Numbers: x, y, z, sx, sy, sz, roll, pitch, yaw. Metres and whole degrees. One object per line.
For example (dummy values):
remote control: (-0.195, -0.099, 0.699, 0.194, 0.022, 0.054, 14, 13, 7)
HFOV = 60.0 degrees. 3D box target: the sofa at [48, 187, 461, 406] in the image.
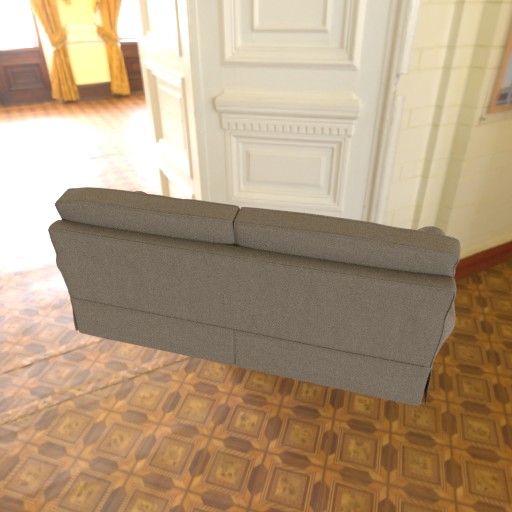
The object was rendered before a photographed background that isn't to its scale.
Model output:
sofa: (0.000, 0.000, 2.738, 2.248, 0.943, 0.991, 9, 32, 14)
